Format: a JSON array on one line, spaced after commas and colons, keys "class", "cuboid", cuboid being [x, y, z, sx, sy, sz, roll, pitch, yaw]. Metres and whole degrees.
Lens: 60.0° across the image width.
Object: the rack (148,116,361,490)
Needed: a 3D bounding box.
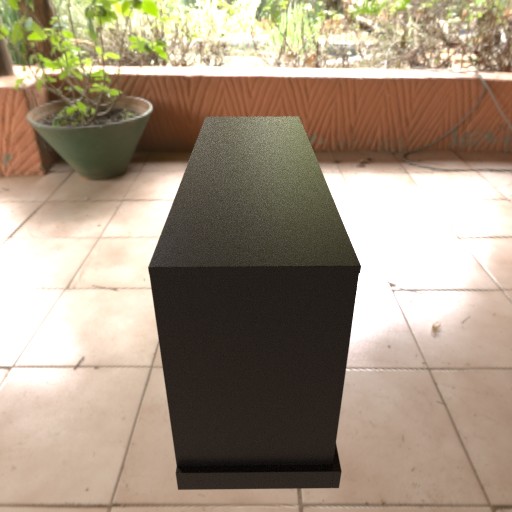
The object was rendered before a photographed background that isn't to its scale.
[{"class": "rack", "cuboid": [0.000, 0.000, 1.460, 0.399, 0.635, 1.206, 0, 30, -1]}]
